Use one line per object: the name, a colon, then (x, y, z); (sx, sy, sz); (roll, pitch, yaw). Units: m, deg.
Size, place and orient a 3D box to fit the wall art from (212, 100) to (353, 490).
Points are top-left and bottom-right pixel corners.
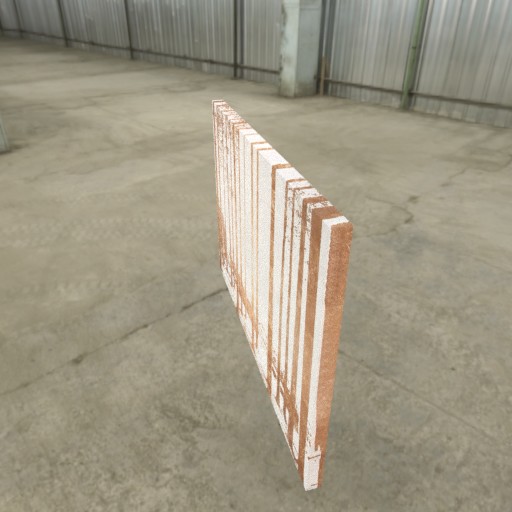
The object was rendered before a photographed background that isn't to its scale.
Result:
wall art: (0.000, 0.000, 1.151); (0.035, 0.609, 0.914); (-8, 31, -13)
